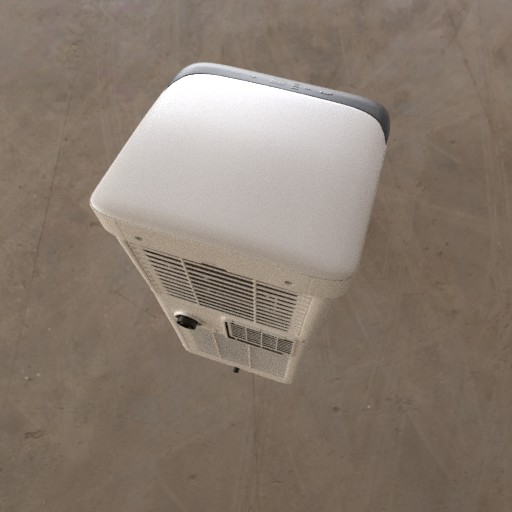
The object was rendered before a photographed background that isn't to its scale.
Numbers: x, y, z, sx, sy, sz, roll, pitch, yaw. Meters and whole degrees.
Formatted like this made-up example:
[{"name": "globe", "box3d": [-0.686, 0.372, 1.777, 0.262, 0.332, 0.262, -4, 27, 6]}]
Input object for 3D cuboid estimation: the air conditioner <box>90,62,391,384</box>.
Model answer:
[{"name": "air conditioner", "box3d": [0.000, 0.000, 0.920, 0.352, 0.716, 0.369, 16, 64, 8]}]
